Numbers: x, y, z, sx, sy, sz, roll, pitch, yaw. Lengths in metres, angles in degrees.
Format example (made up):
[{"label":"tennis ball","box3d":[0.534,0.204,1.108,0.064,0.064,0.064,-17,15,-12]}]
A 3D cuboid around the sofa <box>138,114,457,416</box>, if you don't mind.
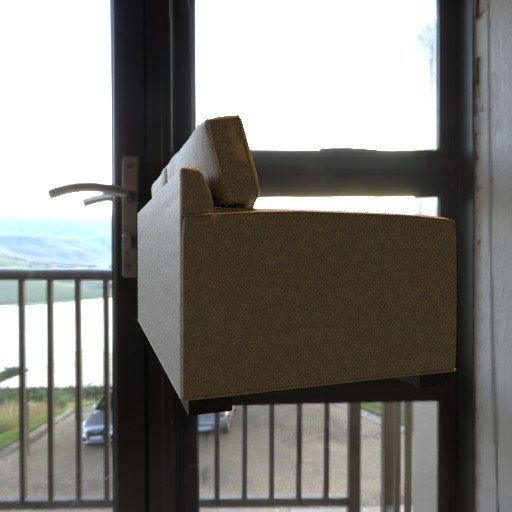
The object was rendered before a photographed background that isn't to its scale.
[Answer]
[{"label":"sofa","box3d":[0.000,0.000,2.031,0.942,0.853,1.484,0,1,-19]}]
